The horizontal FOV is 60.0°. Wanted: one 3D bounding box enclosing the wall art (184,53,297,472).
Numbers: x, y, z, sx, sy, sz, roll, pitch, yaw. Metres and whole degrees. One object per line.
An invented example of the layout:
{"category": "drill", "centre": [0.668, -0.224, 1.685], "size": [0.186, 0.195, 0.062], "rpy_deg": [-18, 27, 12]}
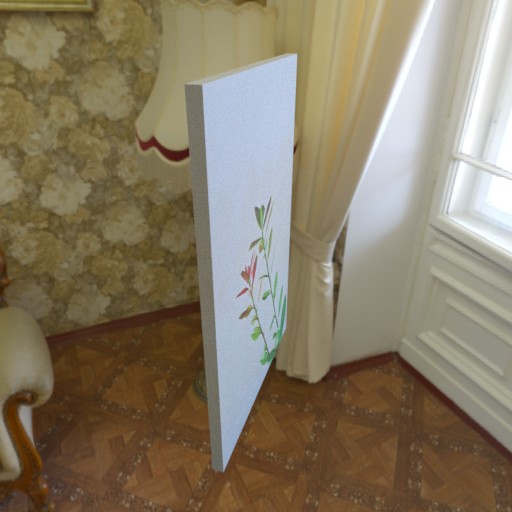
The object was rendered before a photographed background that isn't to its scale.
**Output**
{"category": "wall art", "centre": [0.000, 0.000, 1.436], "size": [0.038, 1.143, 0.764], "rpy_deg": [9, 30, 16]}
